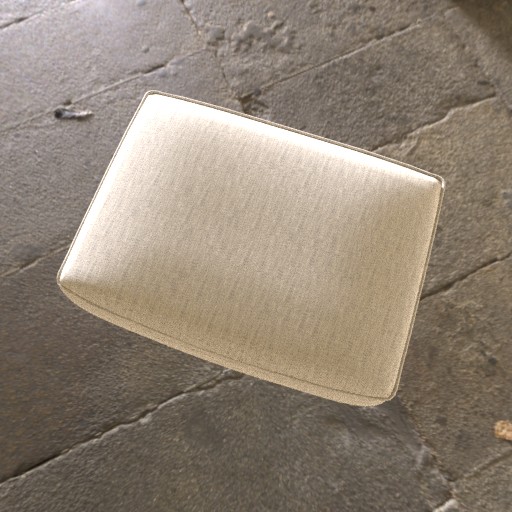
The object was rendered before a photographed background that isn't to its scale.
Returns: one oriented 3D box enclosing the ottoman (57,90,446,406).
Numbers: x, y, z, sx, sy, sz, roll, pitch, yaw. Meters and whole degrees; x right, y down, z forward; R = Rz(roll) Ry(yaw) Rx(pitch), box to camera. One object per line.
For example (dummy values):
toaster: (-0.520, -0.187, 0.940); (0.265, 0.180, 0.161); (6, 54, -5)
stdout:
ottoman: (0.000, 0.000, 1.182); (0.794, 0.465, 0.594); (18, 75, 5)
